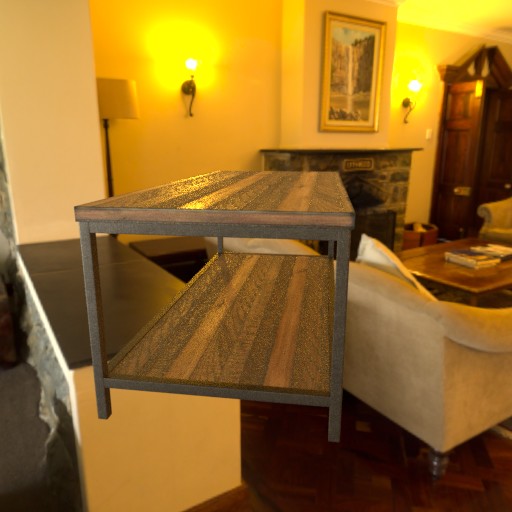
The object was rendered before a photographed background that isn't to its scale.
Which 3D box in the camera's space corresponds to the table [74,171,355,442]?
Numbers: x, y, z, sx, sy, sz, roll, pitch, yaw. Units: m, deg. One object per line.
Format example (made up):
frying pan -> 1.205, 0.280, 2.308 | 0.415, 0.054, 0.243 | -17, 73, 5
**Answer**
table -> 0.000, 0.000, 1.216 | 0.452, 0.399, 0.990 | 2, 14, 8
